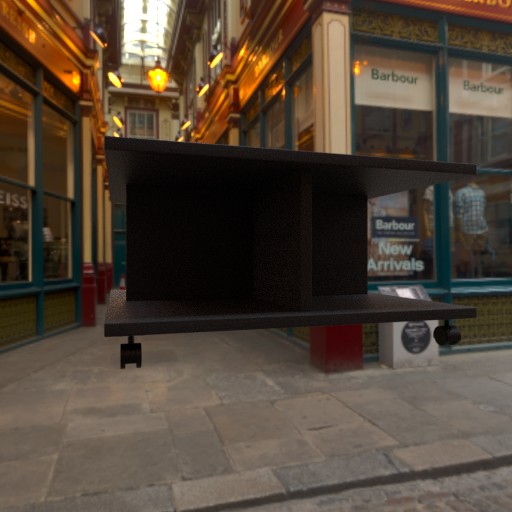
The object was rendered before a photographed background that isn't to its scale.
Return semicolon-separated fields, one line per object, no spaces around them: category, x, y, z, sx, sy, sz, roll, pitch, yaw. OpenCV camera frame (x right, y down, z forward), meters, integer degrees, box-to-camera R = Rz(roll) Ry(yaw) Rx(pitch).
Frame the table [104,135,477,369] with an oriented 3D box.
table;0.000;0.000;1.206;0.762;0.396;0.762;0;0;-17
